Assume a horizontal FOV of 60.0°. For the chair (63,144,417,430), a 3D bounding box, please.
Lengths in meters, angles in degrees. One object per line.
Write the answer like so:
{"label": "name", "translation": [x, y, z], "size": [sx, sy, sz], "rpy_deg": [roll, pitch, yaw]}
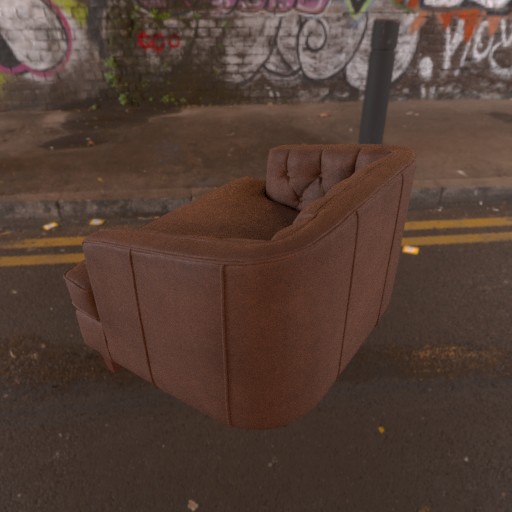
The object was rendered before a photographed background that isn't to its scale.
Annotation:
{"label": "chair", "translation": [0.000, 0.000, 1.697], "size": [0.914, 0.787, 1.118], "rpy_deg": [20, 37, 29]}
